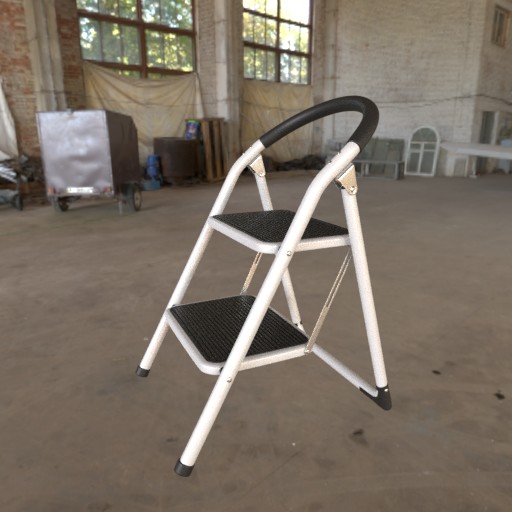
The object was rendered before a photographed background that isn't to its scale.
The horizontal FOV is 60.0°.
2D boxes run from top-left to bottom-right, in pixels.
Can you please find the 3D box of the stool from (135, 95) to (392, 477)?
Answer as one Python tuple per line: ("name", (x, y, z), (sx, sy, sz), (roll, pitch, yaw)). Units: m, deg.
("stool", (0.000, 0.000, 1.092), (0.559, 0.760, 0.453), (-7, 17, -24))
